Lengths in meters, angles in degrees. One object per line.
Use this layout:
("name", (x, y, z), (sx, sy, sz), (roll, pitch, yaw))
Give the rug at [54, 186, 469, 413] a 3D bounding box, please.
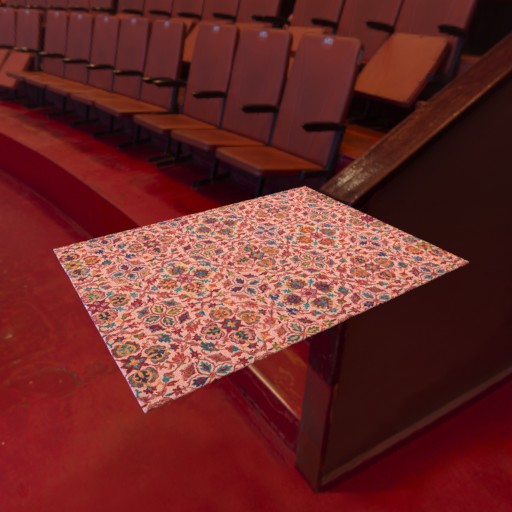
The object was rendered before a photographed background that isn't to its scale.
("rug", (0.000, 0.000, 4.291), (3.215, 0.020, 2.446), (-18, 34, -29))
